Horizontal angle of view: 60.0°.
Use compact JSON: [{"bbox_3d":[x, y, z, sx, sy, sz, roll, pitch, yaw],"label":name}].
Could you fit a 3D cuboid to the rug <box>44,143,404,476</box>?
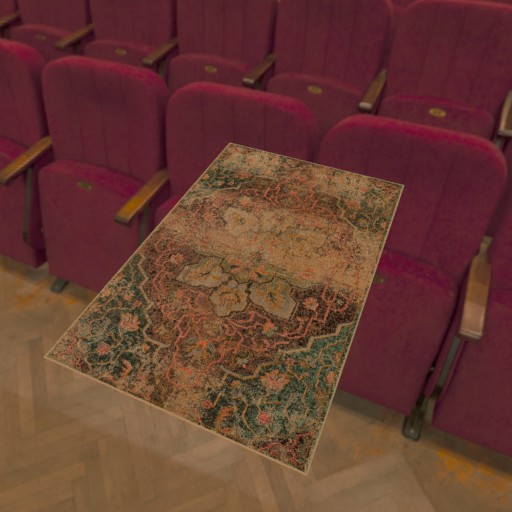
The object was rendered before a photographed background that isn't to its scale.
[{"bbox_3d":[0.000,0.000,2.957,1.566,0.004,2.363,18,49,17],"label":"rug"}]
